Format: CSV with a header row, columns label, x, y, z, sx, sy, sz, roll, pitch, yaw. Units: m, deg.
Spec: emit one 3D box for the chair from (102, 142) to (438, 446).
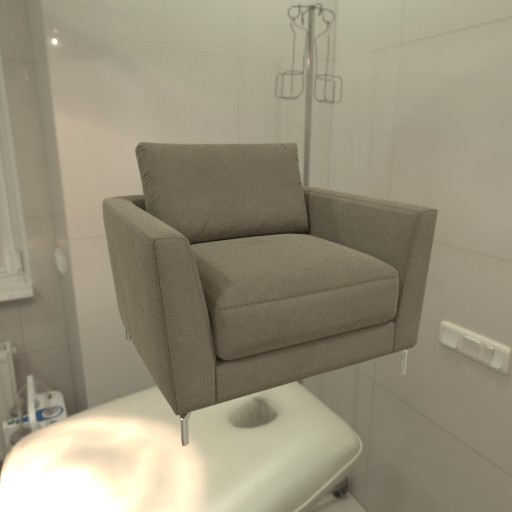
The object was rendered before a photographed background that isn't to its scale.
label,x,y,z,sx,sy,sz,roll,pitch,yaw
chair,0.000,0.000,1.740,1.041,0.864,0.889,-8,17,-26
